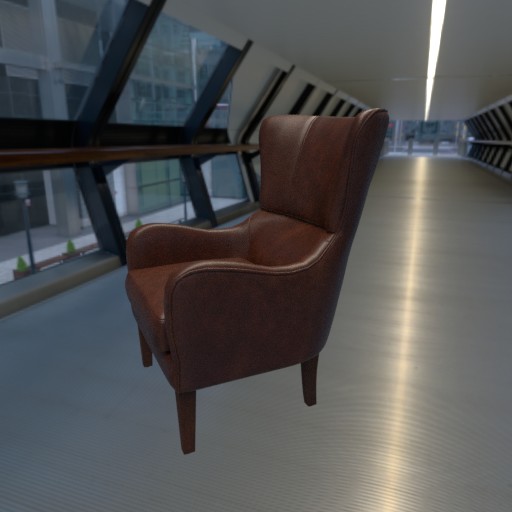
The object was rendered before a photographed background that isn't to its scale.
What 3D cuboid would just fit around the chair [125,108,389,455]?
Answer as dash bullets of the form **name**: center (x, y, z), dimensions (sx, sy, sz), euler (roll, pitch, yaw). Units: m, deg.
- **chair**: center (0.000, 0.000, 1.678), dimensions (0.914, 1.048, 0.692), euler (-7, 17, -24)
